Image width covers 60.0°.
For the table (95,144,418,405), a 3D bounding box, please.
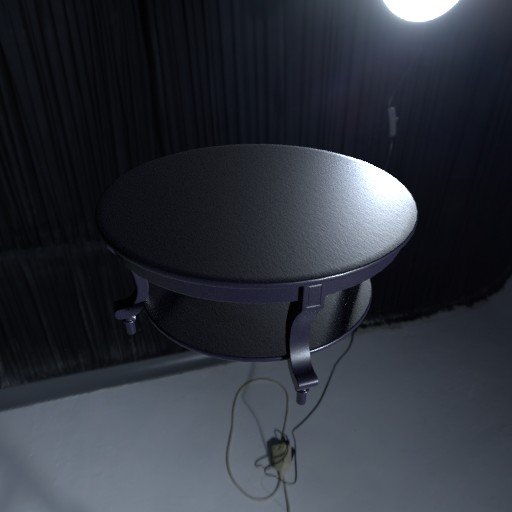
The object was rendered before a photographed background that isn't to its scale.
[{"bbox_3d":[0.000,0.000,1.598,1.029,0.491,1.029,0,32,0],"label":"table"}]
